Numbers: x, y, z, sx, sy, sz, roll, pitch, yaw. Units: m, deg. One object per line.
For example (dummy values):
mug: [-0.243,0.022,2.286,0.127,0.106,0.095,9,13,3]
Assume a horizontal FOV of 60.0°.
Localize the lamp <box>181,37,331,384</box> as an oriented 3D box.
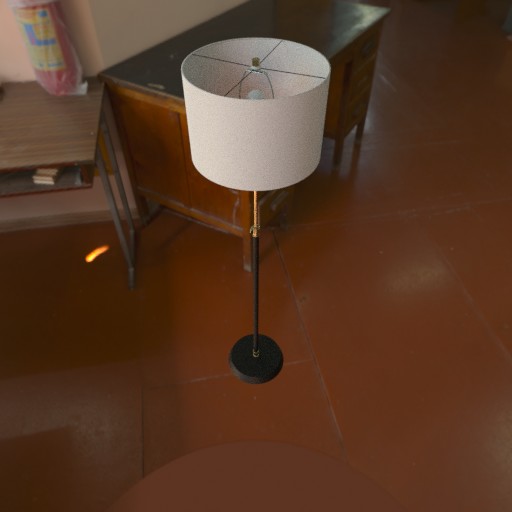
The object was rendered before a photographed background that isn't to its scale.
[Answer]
lamp: [0.000,0.000,1.735,0.404,1.517,0.404,17,48,16]
